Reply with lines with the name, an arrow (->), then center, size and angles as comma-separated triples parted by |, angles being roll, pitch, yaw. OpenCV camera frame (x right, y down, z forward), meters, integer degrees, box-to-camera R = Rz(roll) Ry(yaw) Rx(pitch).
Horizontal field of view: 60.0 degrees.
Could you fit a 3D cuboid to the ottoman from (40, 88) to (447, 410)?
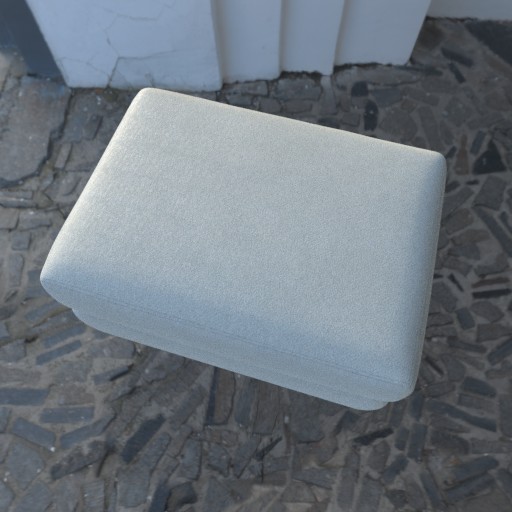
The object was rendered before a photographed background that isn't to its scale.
ottoman -> 0.000, 0.000, 1.117 | 0.773, 0.499, 0.569 | 15, 66, 7
